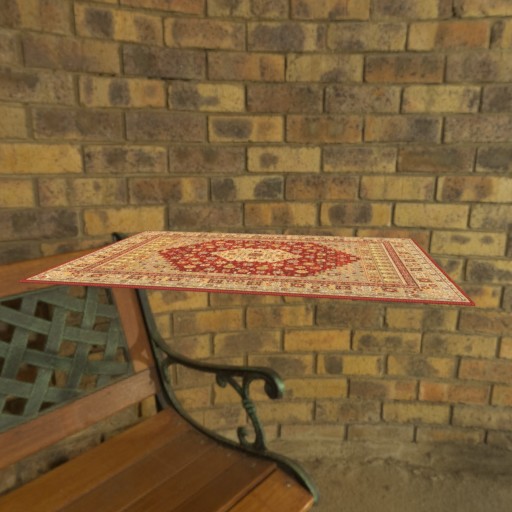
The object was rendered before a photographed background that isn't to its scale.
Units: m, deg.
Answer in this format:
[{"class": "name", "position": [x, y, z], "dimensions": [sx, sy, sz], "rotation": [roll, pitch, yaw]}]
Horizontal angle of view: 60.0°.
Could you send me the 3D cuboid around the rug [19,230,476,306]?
[{"class": "rug", "position": [0.000, 0.000, 2.876], "dimensions": [2.211, 0.013, 1.593], "rotation": [2, 13, 9]}]
